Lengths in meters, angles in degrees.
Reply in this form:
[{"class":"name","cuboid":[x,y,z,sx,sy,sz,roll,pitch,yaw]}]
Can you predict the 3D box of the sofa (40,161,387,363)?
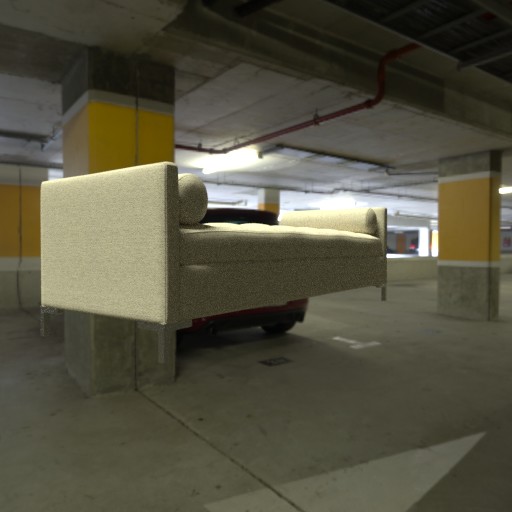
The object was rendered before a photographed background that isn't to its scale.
[{"class":"sofa","cuboid":[0.000,0.000,2.495,0.797,0.655,2.102,1,1,36]}]
